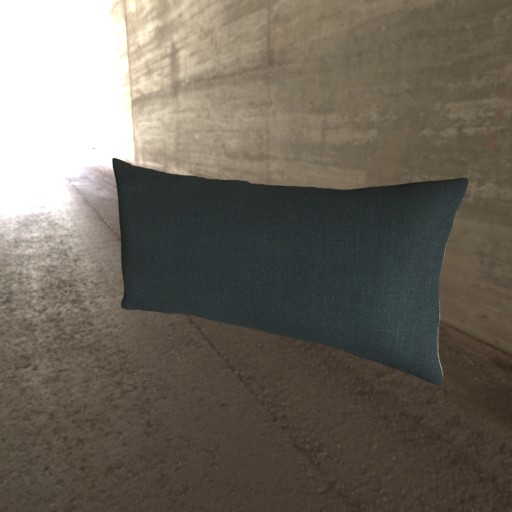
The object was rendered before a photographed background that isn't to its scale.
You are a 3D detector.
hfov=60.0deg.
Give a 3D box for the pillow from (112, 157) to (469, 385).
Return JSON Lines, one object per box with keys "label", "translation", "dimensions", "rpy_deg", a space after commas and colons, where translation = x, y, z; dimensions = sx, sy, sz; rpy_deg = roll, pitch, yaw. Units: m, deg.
{"label": "pillow", "translation": [0.000, 0.000, 0.734], "dimensions": [0.609, 0.305, 0.151], "rpy_deg": [8, 17, 26]}
